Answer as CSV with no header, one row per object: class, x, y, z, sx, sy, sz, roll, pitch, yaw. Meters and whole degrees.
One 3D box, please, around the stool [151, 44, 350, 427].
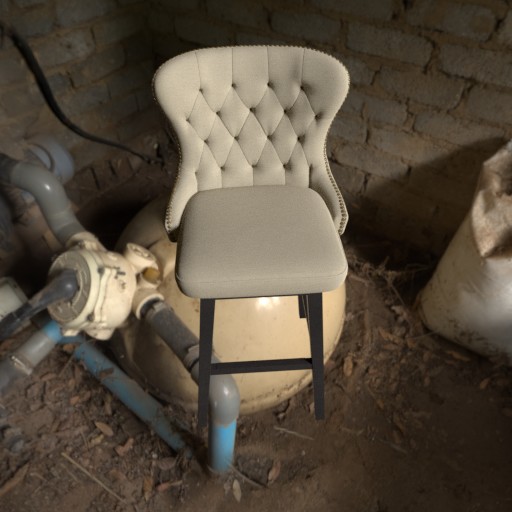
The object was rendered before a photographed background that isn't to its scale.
stool,0.000,0.000,1.387,0.528,1.066,0.605,-3,46,-3
